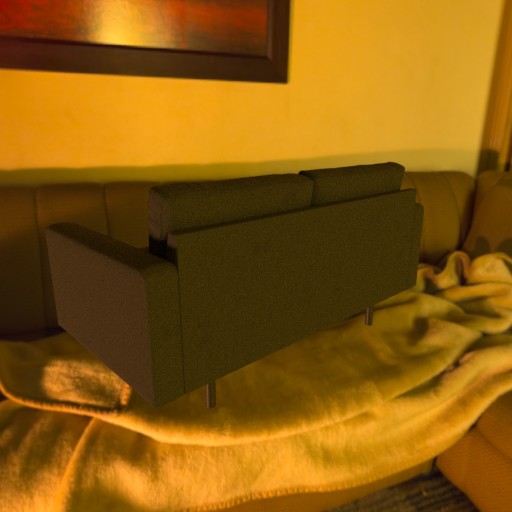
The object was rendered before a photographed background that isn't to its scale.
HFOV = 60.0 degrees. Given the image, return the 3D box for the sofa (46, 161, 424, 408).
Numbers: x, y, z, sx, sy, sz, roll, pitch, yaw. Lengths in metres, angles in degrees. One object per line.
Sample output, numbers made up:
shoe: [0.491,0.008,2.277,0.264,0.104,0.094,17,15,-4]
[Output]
sofa: [0.000,0.000,2.252,1.730,0.897,0.889,-15,22,-41]
